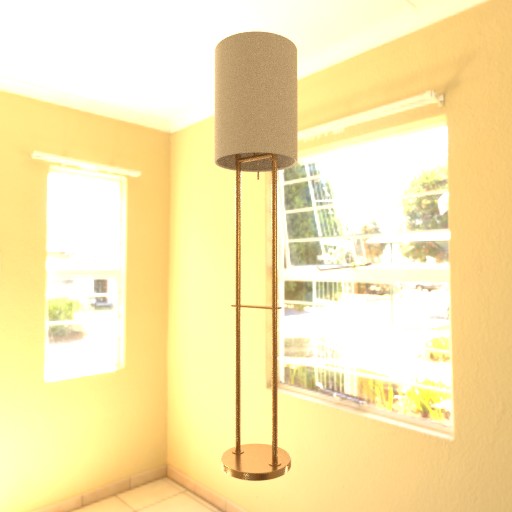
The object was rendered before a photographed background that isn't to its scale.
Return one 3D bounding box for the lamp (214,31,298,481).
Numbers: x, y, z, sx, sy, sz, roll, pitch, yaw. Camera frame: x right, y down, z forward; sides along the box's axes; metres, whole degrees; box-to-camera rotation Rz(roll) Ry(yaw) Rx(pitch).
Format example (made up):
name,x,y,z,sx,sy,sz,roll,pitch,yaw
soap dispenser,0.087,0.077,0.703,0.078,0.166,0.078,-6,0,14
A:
name,x,y,z,sx,sy,sz,roll,pitch,yaw
lamp,0.000,0.000,1.616,0.306,1.500,0.305,-1,-2,37
